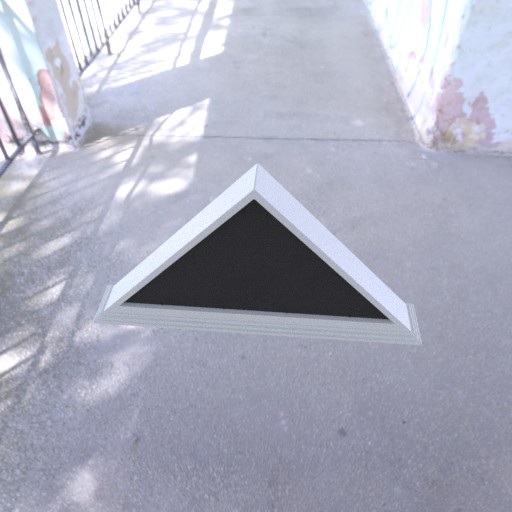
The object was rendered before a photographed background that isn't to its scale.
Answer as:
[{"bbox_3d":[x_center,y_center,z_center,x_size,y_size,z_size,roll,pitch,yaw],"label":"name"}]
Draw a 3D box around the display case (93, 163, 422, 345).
[{"bbox_3d":[0.000,0.000,0.775,0.640,0.340,0.095,3,46,3],"label":"display case"}]
